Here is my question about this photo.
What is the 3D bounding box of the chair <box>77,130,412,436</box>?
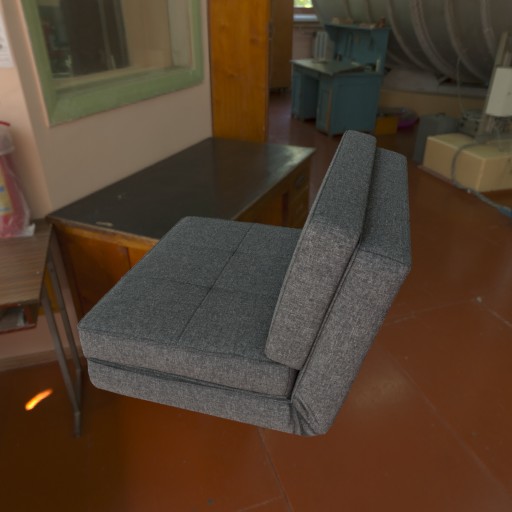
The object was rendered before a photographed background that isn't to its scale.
[{"bbox_3d":[0.000,0.000,1.325,0.800,0.615,0.740,8,31,14],"label":"chair"}]
